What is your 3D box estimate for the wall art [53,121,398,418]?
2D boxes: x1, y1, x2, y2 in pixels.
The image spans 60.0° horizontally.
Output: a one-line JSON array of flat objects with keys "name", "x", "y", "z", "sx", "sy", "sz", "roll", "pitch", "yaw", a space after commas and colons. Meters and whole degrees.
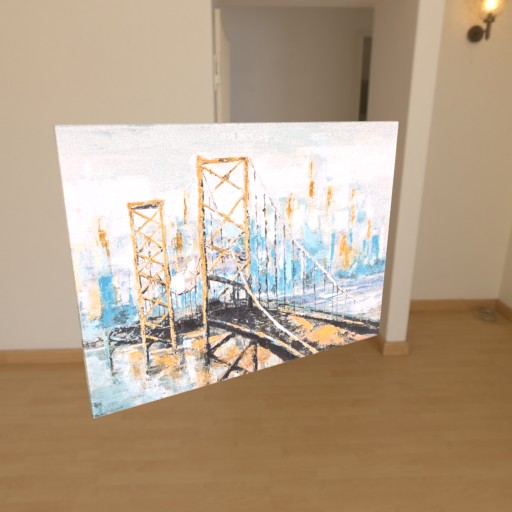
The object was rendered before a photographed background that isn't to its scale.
[{"name": "wall art", "x": 0.000, "y": 0.000, "z": 1.322, "sx": 1.016, "sy": 0.762, "sz": 0.038, "roll": -9, "pitch": 20, "yaw": -27}]
